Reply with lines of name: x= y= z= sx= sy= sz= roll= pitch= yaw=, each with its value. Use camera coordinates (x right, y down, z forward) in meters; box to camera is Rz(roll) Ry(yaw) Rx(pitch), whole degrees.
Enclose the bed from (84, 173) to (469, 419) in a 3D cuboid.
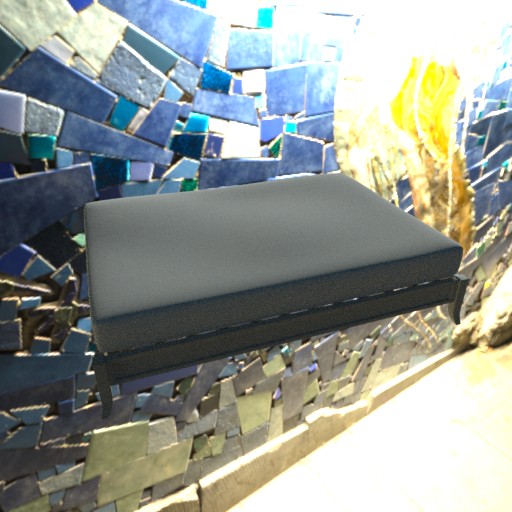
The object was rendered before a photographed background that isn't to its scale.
bed: x=0.000 y=0.000 z=2.733 sx=1.985 sy=0.510 sz=1.460 roll=-10 pitch=31 yaw=-17
